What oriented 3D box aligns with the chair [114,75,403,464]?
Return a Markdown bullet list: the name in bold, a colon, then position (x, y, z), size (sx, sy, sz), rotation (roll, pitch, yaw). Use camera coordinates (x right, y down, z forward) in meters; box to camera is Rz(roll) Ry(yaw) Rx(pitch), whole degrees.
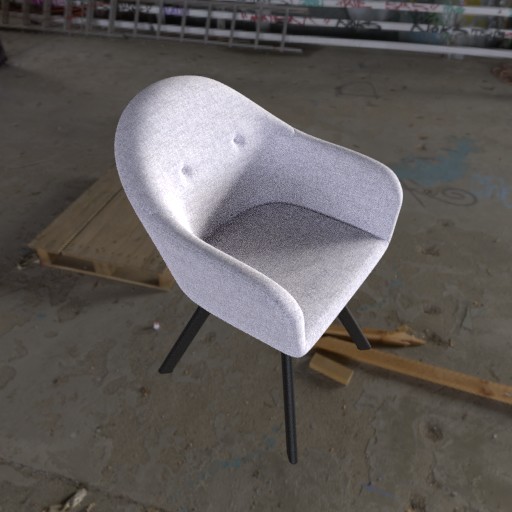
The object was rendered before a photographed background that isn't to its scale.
- **chair**: position (0.000, 0.000, 1.130), size (0.570, 0.780, 0.540), rotation (25, 46, 26)
